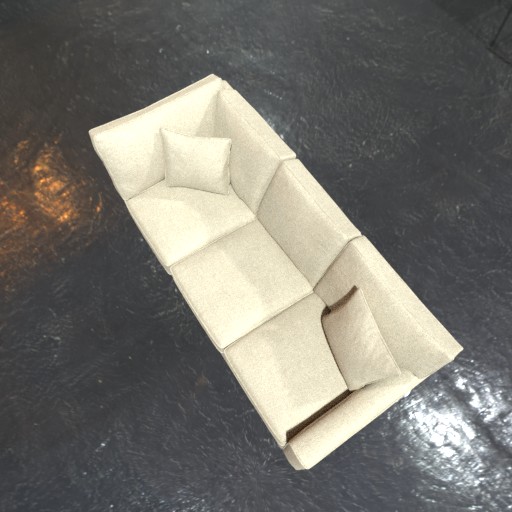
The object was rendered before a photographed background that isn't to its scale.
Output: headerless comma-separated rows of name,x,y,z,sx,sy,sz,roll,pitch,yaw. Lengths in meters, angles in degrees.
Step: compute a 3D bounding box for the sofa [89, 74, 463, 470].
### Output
sofa,0.000,0.000,2.816,1.053,0.948,2.323,-31,67,-14
